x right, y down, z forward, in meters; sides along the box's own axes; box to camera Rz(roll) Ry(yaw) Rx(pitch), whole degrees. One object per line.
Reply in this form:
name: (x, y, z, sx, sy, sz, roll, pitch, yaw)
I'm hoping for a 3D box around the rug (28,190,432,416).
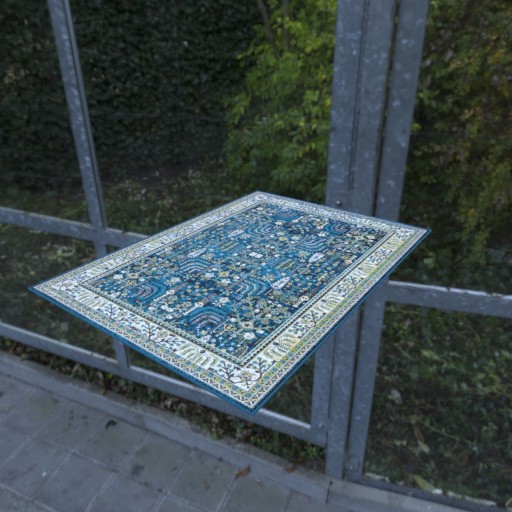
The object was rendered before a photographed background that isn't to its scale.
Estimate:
rug: (0.000, 0.000, 2.896, 1.594, 0.013, 2.213, 18, 32, 32)
